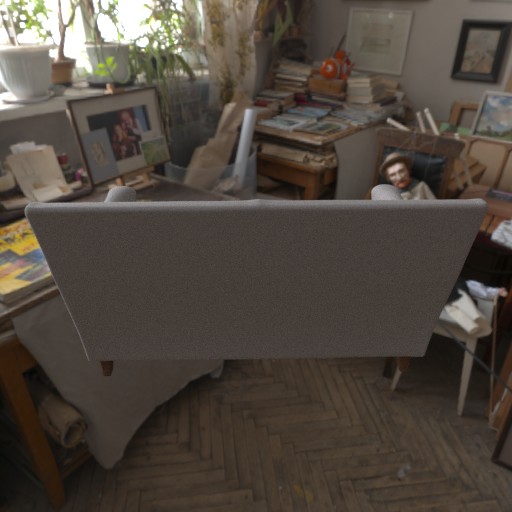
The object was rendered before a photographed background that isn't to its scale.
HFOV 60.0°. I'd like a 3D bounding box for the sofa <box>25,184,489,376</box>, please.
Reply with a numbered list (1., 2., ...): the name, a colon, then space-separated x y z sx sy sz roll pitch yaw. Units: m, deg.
1. sofa: 0.000 0.000 1.999 1.482 0.890 0.888 -1 30 -1
